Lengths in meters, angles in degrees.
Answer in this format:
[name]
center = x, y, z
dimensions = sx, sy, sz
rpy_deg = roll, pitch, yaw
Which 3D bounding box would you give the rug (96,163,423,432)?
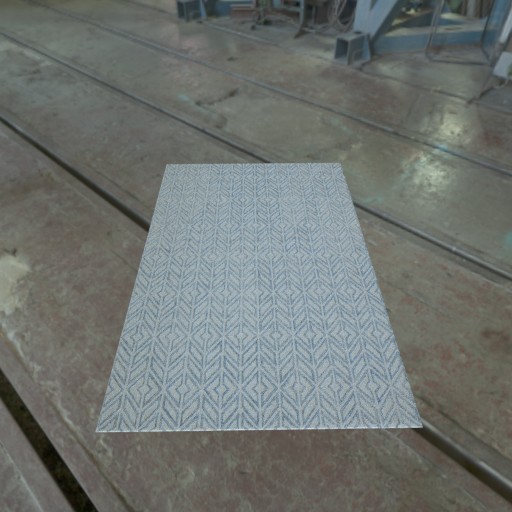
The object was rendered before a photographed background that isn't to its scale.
[rug]
center = 0.000, 0.000, 2.979
dimensions = 1.526, 0.008, 2.441
rpy_deg = -1, 42, -1
